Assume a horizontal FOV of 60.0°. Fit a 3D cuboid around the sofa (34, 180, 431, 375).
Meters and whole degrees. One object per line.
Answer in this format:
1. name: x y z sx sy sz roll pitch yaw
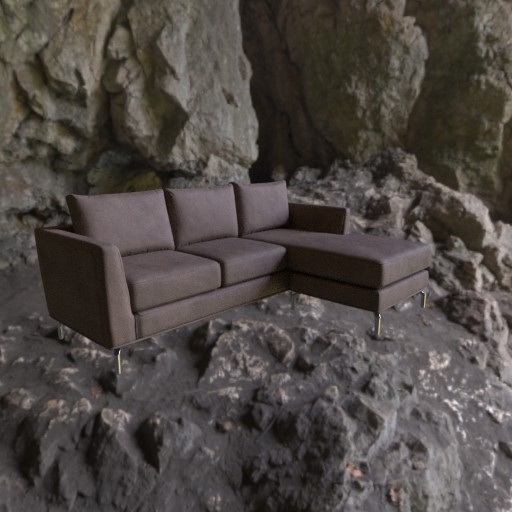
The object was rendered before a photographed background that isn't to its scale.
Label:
1. sofa: 0.000 0.000 3.206 1.622 0.987 2.438 11 17 42
